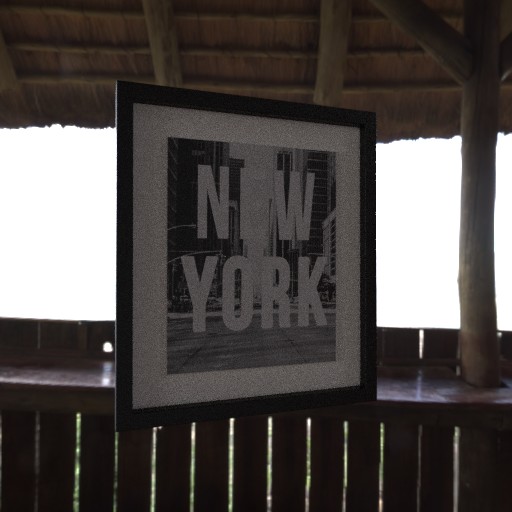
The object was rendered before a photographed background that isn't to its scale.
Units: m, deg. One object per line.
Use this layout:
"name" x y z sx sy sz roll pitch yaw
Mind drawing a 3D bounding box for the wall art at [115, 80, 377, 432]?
"wall art" 0.000 0.000 0.544 0.328 0.381 0.028 0 0 -19
